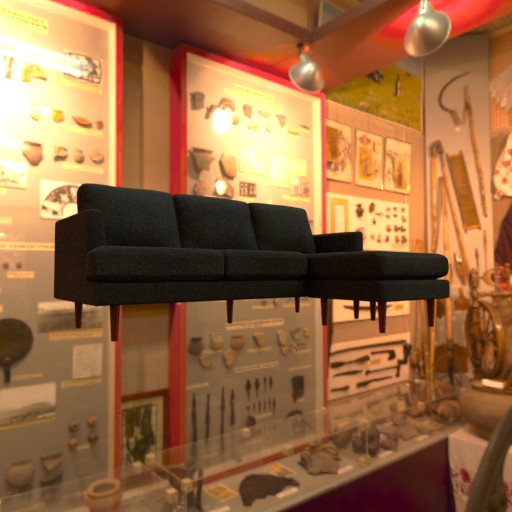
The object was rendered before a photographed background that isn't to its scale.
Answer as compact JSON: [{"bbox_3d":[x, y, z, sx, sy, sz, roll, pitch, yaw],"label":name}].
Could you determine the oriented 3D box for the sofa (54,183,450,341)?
[{"bbox_3d":[0.000,0.000,2.981,2.233,0.956,1.504,2,-3,-37],"label":"sofa"}]
